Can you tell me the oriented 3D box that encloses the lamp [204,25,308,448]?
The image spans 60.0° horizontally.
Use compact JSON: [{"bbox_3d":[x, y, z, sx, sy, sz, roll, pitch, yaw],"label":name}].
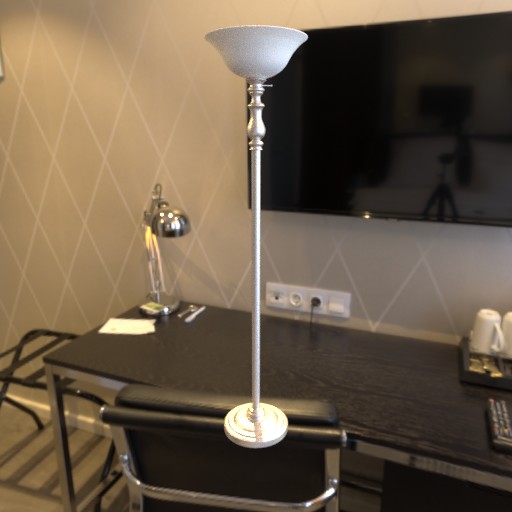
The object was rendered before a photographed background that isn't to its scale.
[{"bbox_3d":[0.000,0.000,1.968,0.405,1.771,0.405,-2,15,-7],"label":"lamp"}]
